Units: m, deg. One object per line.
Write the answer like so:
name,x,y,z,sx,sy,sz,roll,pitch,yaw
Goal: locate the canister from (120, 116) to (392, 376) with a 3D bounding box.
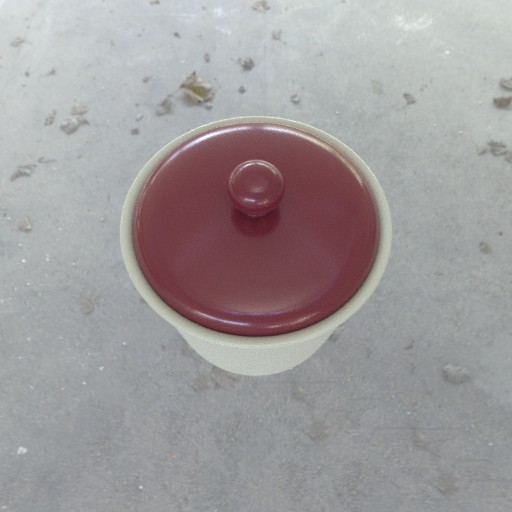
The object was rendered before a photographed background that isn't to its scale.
canister,0.000,0.000,0.350,0.182,0.208,0.182,0,62,0
